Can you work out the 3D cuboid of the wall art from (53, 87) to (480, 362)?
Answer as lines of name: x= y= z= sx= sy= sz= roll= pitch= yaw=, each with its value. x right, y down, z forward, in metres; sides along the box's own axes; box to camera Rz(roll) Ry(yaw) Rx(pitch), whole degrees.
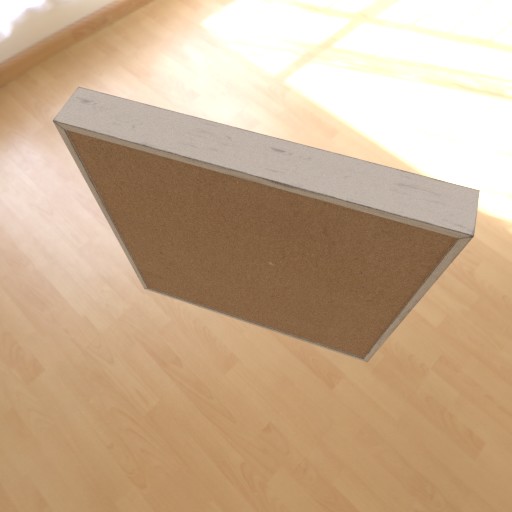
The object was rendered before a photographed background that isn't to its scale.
wall art: x=0.000 y=0.000 z=0.447 sx=0.305 sy=0.305 sz=0.038 roll=17 pitch=63 yaw=9
